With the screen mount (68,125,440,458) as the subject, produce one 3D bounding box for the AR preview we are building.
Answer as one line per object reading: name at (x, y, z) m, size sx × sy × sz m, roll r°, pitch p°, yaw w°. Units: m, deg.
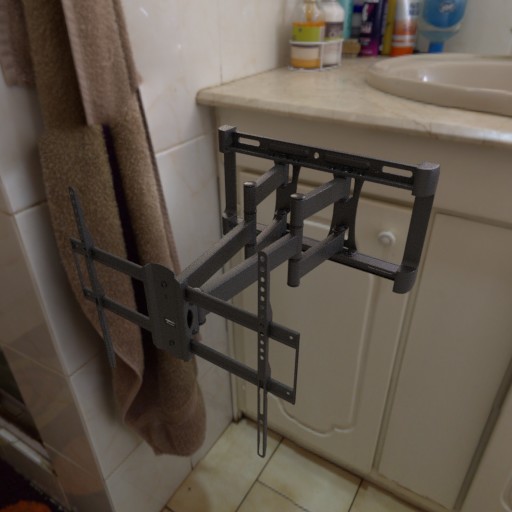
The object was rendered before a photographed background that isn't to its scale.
screen mount at (0.000, 0.000, 0.961) m, size 0.571 × 0.424 × 0.556 m, roll 19°, pitch 36°, yaw 28°
